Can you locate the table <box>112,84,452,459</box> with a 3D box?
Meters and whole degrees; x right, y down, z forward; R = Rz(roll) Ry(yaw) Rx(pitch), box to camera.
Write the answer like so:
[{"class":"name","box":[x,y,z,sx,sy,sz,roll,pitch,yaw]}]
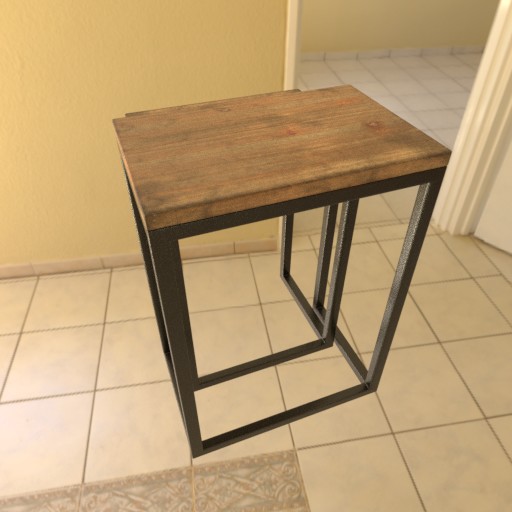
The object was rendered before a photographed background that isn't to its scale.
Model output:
[{"class":"table","box":[0.000,0.000,0.935,0.456,0.615,0.460,-12,42,-14]}]
